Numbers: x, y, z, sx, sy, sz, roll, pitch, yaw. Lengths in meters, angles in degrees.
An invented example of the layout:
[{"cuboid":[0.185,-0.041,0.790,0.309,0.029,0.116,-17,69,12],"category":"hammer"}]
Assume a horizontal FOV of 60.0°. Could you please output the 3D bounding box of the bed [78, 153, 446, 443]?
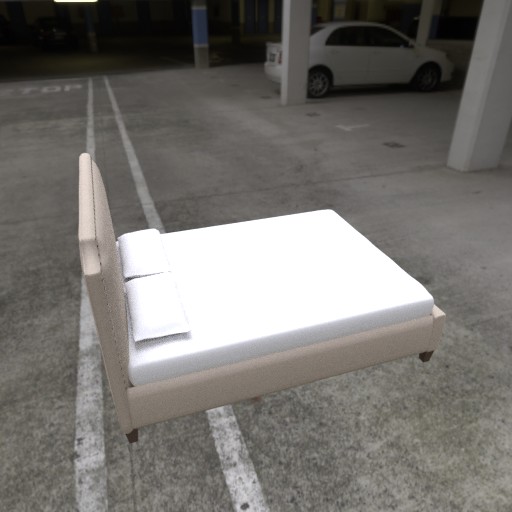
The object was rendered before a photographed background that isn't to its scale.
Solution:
[{"cuboid":[0.000,0.000,3.438,2.372,1.443,1.713,-10,32,-16],"category":"bed"}]
